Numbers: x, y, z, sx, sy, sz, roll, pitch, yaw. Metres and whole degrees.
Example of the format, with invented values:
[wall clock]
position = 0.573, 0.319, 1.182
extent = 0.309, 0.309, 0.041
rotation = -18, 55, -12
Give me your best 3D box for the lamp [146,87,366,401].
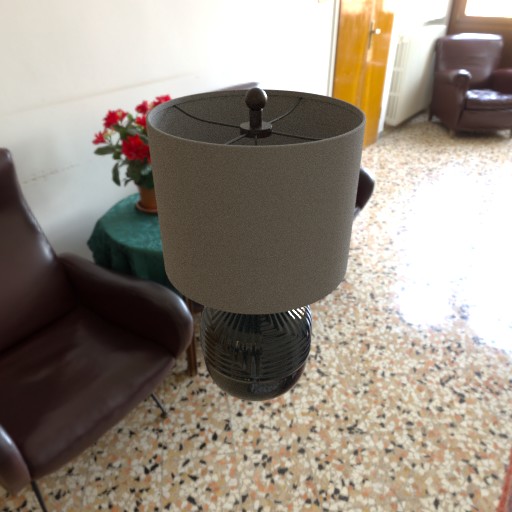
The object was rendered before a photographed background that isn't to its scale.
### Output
[lamp]
position = 0.000, 0.000, 0.783
extent = 0.318, 0.567, 0.318
rotation = 0, 32, 0
